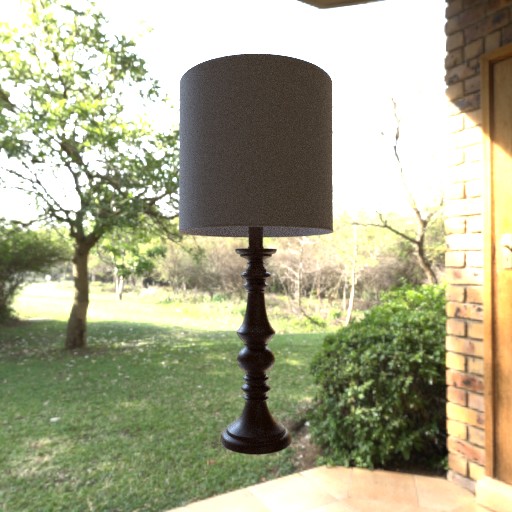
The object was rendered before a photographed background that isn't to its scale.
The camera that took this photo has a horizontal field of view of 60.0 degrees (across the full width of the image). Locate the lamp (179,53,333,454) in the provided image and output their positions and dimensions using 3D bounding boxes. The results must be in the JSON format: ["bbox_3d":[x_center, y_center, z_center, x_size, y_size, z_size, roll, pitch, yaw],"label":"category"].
[{"bbox_3d":[0.000,0.000,0.727,0.250,0.597,0.250,1,-1,-36],"label":"lamp"}]
